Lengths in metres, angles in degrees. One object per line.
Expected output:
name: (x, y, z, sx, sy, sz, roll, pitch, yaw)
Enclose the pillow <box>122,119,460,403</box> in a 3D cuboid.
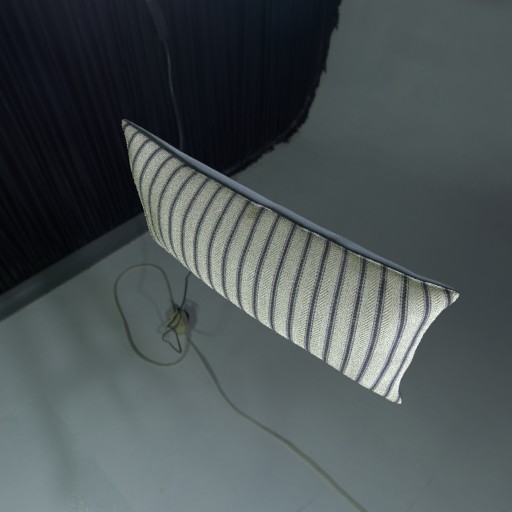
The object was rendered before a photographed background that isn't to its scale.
pillow: (0.000, 0.000, 0.745, 0.609, 0.305, 0.151, 32, 55, 26)
